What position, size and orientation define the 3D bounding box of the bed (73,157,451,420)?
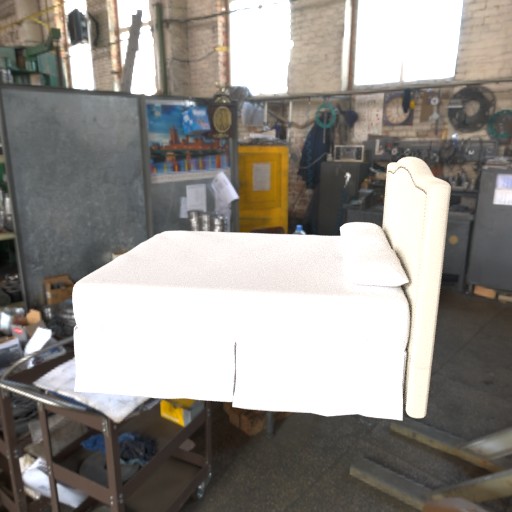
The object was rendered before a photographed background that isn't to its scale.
[{"bbox_3d":[0.000,0.000,3.285,2.196,1.449,1.741,2,15,9],"label":"bed"}]
